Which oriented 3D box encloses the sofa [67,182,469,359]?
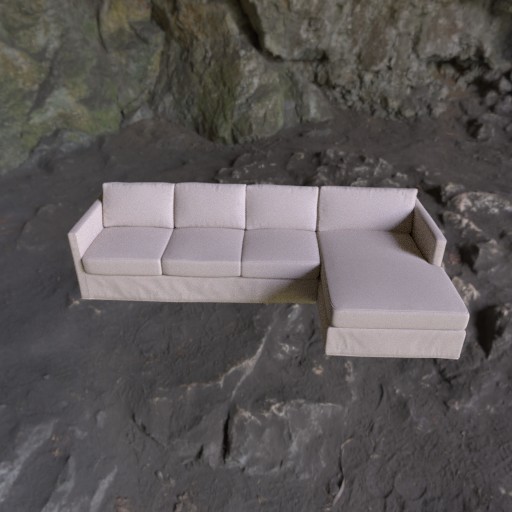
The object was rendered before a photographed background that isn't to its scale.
[{"bbox_3d":[0.000,0.000,3.901,3.206,0.871,1.622,1,30,2],"label":"sofa"}]
